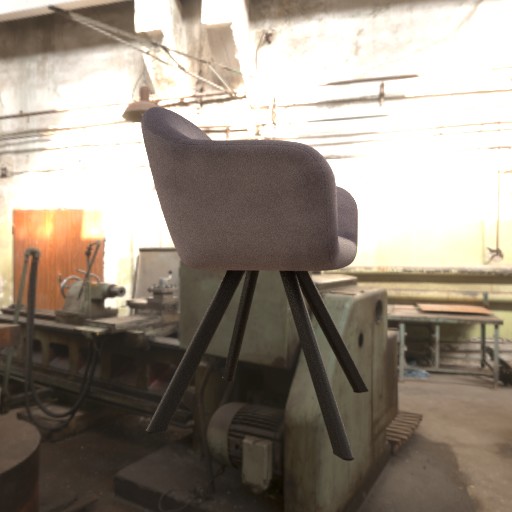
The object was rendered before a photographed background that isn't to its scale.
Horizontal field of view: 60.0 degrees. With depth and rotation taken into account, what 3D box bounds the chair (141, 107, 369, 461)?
[{"bbox_3d":[0.000,0.000,1.149,0.540,0.780,0.570,0,0,18],"label":"chair"}]
